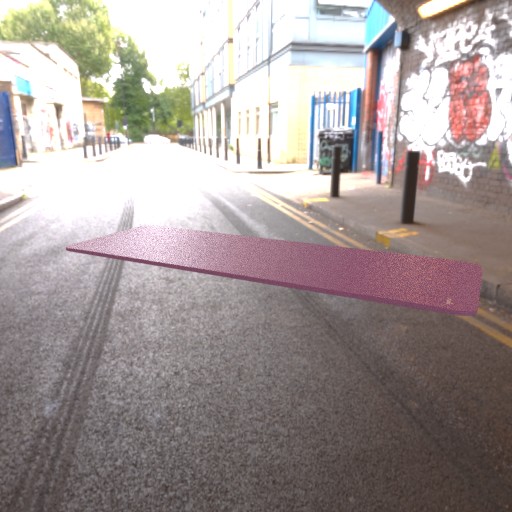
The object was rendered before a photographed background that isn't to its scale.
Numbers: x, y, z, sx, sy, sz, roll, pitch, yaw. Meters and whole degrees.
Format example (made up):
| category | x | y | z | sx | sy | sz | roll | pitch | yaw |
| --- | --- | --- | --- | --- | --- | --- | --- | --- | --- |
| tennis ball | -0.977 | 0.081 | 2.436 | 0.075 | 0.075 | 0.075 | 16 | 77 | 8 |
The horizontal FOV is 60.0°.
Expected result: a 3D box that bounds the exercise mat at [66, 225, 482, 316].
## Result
| category | x | y | z | sx | sy | sz | roll | pitch | yaw |
| --- | --- | --- | --- | --- | --- | --- | --- | --- | --- |
| exercise mat | 0.000 | 0.000 | 2.047 | 1.869 | 0.021 | 0.616 | 8 | 17 | 26 |
